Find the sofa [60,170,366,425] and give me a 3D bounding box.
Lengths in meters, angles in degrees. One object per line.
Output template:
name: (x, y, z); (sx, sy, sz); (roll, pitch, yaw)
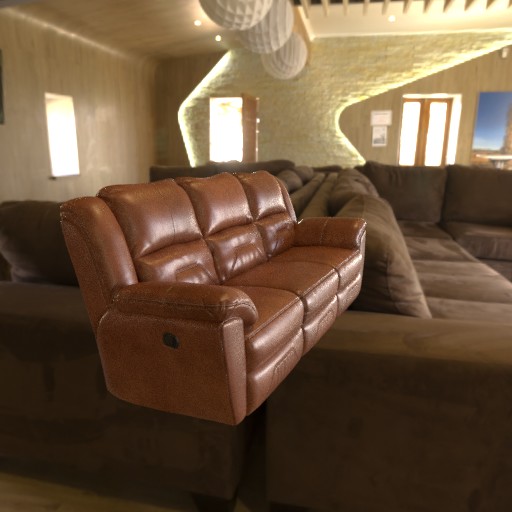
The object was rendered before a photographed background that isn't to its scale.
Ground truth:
sofa: (0.000, 0.000, 2.919); (0.991, 1.043, 2.337); (7, 15, 26)
